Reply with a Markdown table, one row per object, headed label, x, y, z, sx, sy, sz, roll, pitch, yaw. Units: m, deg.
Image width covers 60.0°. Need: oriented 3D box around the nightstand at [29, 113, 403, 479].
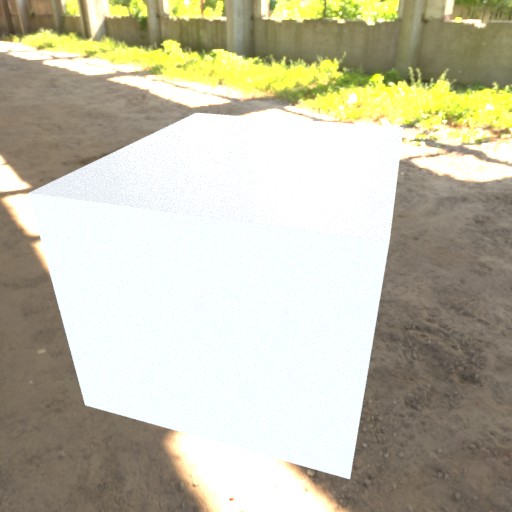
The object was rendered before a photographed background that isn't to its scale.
| label | x | y | z | sx | sy | sz | roll | pitch | yaw |
| --- | --- | --- | --- | --- | --- | --- | --- | --- | --- |
| nightstand | 0.000 | 0.000 | 0.744 | 0.408 | 0.351 | 0.470 | 9 | 31 | 15 |
